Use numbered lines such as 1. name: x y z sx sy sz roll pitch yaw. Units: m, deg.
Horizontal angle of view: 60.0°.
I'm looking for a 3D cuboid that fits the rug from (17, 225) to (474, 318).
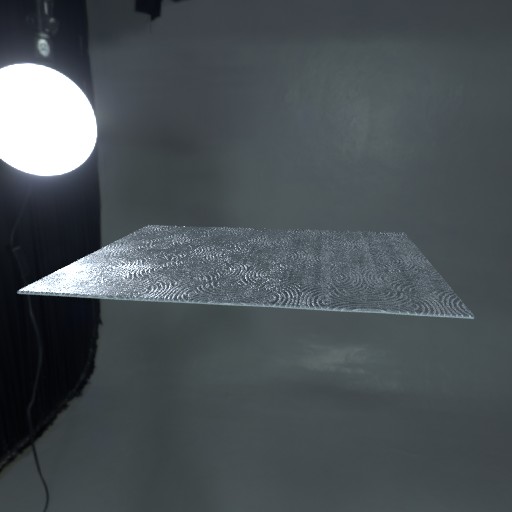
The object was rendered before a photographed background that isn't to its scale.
1. rug: 0.000 0.000 4.068 3.042 0.021 2.456 2 15 8
